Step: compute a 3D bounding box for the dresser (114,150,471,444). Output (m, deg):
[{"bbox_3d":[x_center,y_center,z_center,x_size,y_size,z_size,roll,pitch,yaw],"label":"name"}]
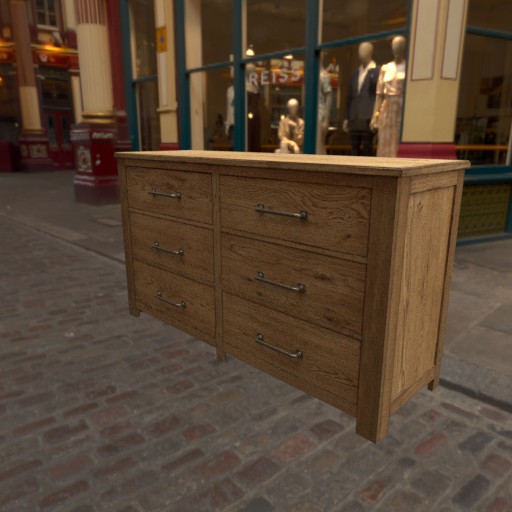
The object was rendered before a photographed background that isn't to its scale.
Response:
[{"bbox_3d":[0.000,0.000,2.113,1.657,0.932,0.563,15,21,43],"label":"dresser"}]
